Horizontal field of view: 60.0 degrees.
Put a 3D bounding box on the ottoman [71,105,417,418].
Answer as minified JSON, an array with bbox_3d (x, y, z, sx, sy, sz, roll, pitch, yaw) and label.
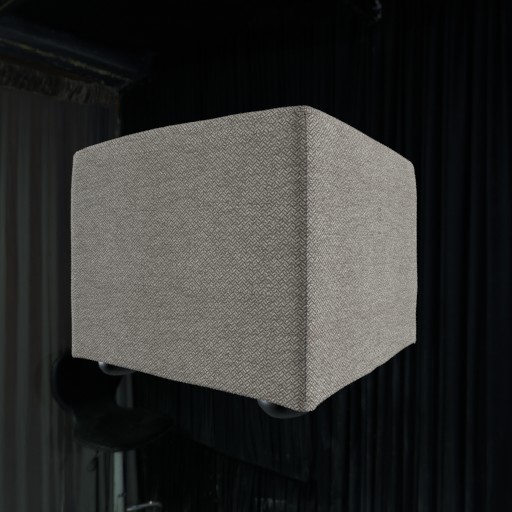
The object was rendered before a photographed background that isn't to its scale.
[{"bbox_3d":[0.000,0.000,0.898,0.512,0.453,0.519,1,1,35],"label":"ottoman"}]
